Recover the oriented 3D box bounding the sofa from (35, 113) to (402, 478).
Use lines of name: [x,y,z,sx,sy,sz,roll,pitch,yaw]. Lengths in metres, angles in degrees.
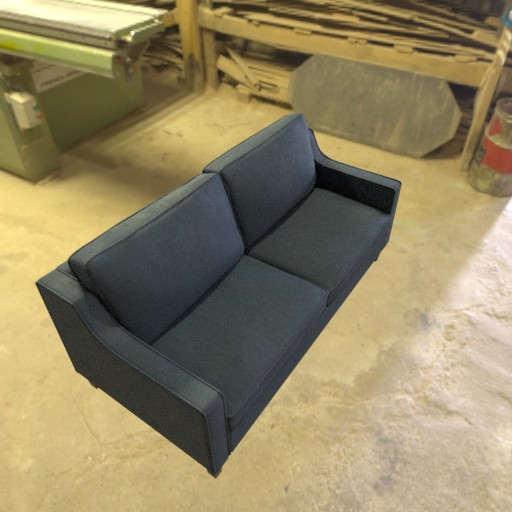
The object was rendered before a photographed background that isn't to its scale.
sofa: [0.000,0.000,2.777,1.066,1.071,2.178,24,46,26]
